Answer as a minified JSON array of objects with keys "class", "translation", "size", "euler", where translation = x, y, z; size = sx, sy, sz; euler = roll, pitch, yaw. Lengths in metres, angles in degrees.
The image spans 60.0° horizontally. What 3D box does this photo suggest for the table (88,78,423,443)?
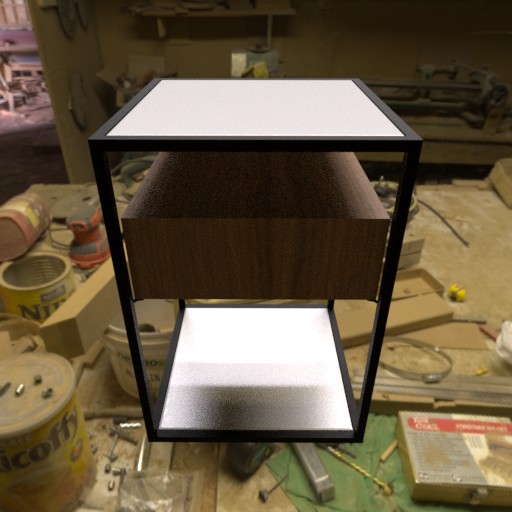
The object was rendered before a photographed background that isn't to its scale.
[{"class":"table","translation":[0.000,0.000,0.800],"size":[0.378,0.540,0.378],"euler":[0,32,0]}]
